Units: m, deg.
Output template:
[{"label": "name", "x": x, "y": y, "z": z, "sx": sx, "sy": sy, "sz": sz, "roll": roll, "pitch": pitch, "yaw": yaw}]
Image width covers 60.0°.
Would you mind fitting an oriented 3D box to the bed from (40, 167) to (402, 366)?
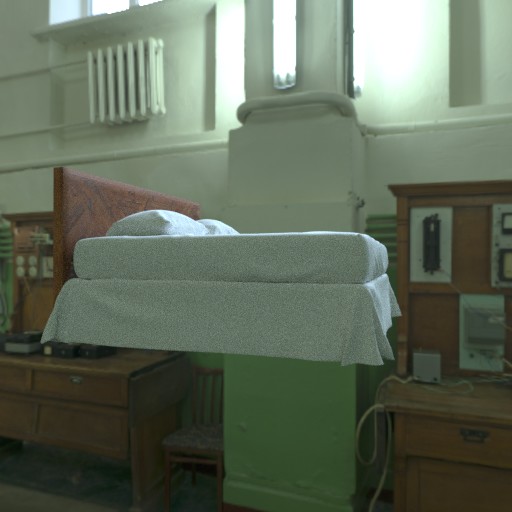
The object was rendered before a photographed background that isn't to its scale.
[{"label": "bed", "x": 0.000, "y": 0.000, "z": 3.519, "sx": 2.165, "sy": 1.158, "sz": 2.255, "roll": 0, "pitch": 0, "yaw": 19}]
